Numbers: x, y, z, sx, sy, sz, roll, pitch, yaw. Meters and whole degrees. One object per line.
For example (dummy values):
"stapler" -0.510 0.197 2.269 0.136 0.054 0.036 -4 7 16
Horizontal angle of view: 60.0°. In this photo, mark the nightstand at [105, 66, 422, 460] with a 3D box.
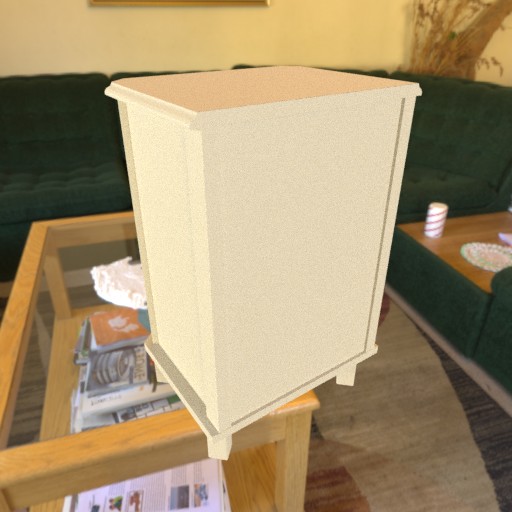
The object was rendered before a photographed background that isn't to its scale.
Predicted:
"nightstand" 0.000 0.000 0.919 0.435 0.681 0.351 -19 34 -30
